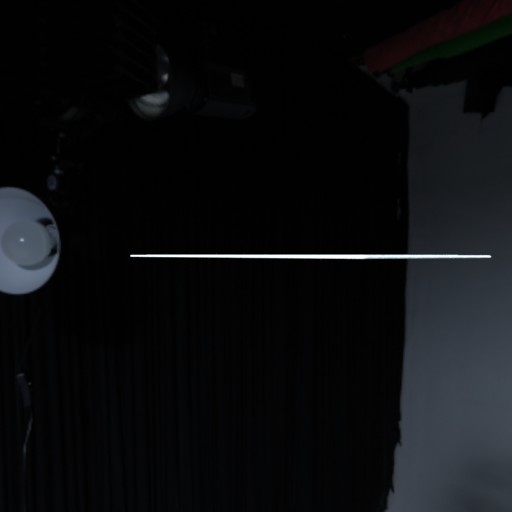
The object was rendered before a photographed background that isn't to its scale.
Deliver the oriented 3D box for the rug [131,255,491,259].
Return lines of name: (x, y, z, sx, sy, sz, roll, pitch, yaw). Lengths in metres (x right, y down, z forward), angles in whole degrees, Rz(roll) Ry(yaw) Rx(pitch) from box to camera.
rug: (0.000, 0.000, 2.654, 0.759, 0.012, 2.430, 0, 0, -33)
